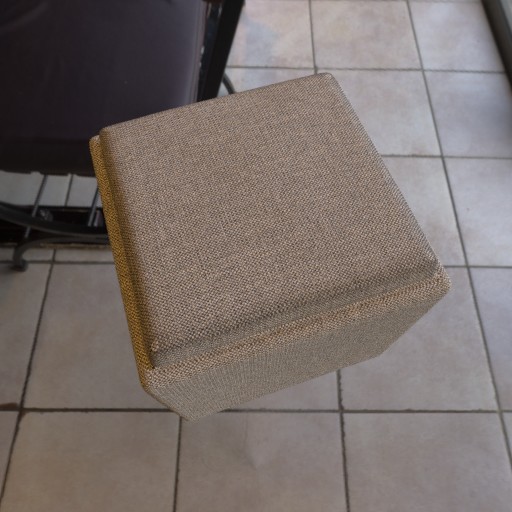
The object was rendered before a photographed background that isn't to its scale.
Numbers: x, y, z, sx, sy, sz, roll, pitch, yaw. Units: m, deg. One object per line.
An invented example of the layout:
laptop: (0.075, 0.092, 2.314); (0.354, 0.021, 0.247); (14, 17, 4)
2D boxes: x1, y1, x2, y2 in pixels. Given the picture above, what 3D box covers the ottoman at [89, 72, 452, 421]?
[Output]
ottoman: (0.000, 0.000, 0.840); (0.454, 0.487, 0.436); (-17, 65, -8)
